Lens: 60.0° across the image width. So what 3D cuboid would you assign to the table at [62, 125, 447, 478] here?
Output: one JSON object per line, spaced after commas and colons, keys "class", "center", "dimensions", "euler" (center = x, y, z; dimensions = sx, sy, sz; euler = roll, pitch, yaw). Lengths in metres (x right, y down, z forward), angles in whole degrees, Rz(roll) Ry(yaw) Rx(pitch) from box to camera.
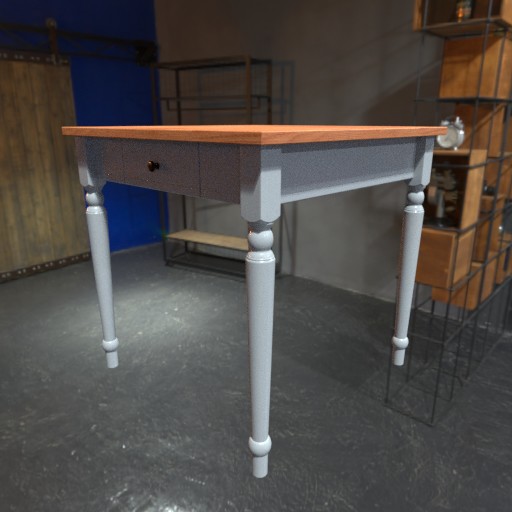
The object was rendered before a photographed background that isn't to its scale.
{"class": "table", "center": [0.000, 0.000, 1.320], "dimensions": [0.747, 0.738, 0.747], "euler": [16, 23, 42]}
